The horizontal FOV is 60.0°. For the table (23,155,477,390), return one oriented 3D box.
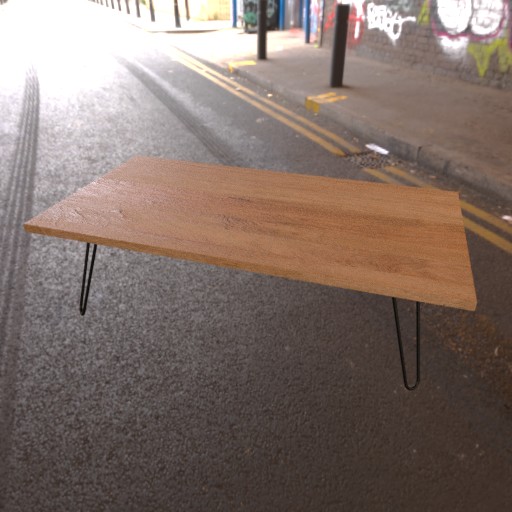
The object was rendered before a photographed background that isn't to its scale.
[{"bbox_3d":[0.000,0.000,1.635,1.348,0.400,0.699,9,33,15],"label":"table"}]
